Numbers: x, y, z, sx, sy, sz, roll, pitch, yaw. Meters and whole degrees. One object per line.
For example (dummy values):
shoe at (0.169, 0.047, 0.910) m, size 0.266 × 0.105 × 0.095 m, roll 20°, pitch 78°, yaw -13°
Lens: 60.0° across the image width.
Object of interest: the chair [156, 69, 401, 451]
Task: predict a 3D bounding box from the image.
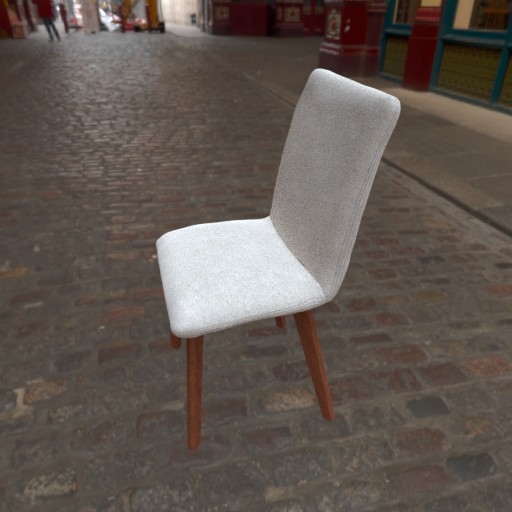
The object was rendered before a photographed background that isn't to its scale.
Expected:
chair at (0.000, 0.000, 1.319) m, size 0.563 × 0.974 × 0.522 m, roll -8°, pitch 31°, yaw -14°
